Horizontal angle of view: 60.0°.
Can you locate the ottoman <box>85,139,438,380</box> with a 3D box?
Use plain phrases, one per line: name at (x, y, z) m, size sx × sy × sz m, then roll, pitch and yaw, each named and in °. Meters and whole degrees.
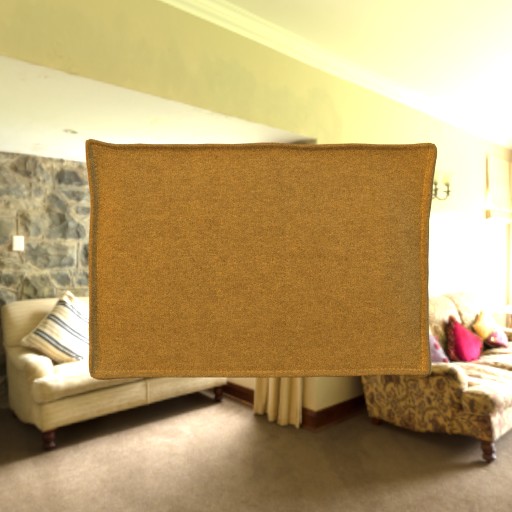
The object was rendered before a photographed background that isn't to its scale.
ottoman at (0.000, 0.000, 1.171) m, size 0.696 × 0.470 × 0.707 m, roll 0°, pitch 1°, yaw -1°
